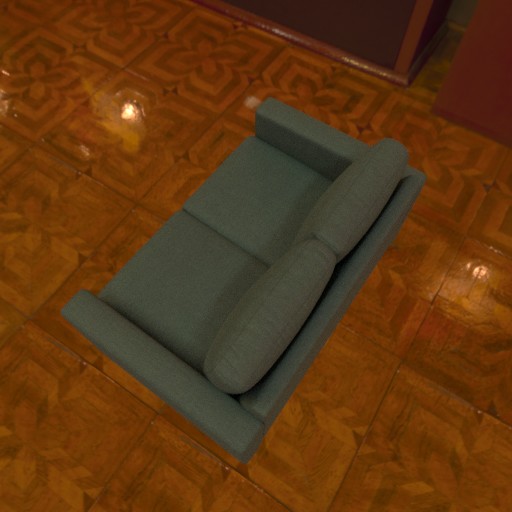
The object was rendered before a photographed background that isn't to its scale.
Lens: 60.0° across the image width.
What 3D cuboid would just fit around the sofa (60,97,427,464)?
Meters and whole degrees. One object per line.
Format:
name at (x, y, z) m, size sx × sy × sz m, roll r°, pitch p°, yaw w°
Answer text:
sofa at (0.000, 0.000, 2.089) m, size 0.955 × 0.903 × 1.489 m, roll 32°, pitch 66°, yaw 16°
